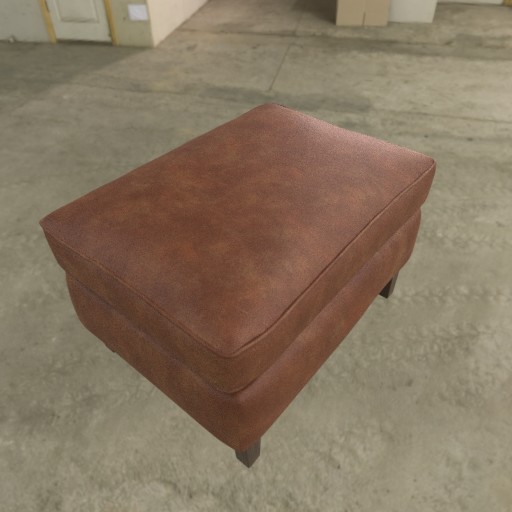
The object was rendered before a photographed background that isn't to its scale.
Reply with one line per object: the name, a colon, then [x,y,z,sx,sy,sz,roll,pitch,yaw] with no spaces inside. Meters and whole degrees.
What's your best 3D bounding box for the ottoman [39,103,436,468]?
ottoman: [0.000,0.000,0.958,0.501,0.418,0.665,29,50,28]
